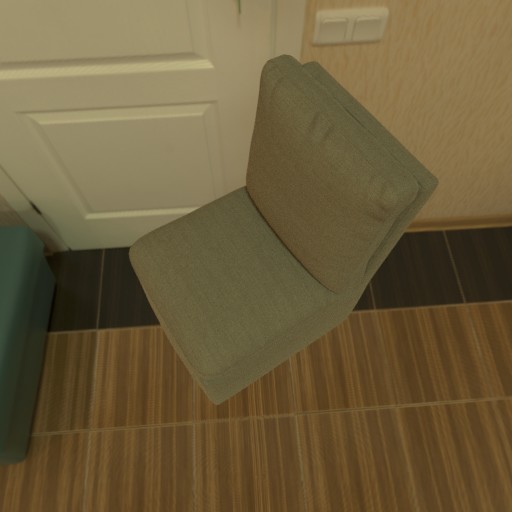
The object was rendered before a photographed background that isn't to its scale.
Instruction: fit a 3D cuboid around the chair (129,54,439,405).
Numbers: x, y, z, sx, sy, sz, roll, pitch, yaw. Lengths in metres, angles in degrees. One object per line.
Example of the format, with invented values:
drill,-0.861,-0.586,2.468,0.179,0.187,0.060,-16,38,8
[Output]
chair,0.000,0.000,1.348,0.698,0.927,0.503,-30,67,-14
